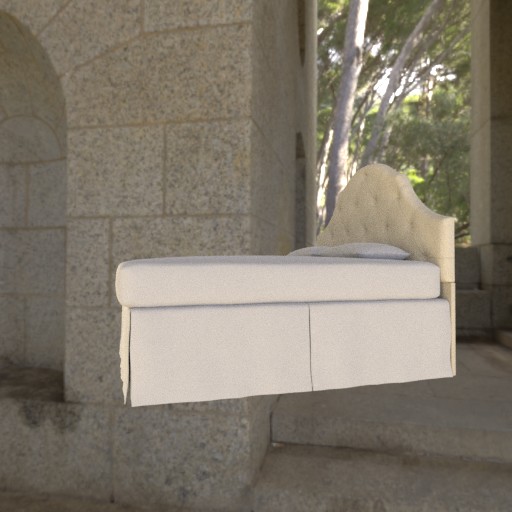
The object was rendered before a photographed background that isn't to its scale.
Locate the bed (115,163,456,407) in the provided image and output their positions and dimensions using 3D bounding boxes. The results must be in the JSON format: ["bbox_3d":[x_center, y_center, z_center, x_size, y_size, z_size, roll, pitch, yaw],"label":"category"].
[{"bbox_3d":[0.000,0.000,3.463,2.086,1.555,2.012,0,-1,-17],"label":"bed"}]
